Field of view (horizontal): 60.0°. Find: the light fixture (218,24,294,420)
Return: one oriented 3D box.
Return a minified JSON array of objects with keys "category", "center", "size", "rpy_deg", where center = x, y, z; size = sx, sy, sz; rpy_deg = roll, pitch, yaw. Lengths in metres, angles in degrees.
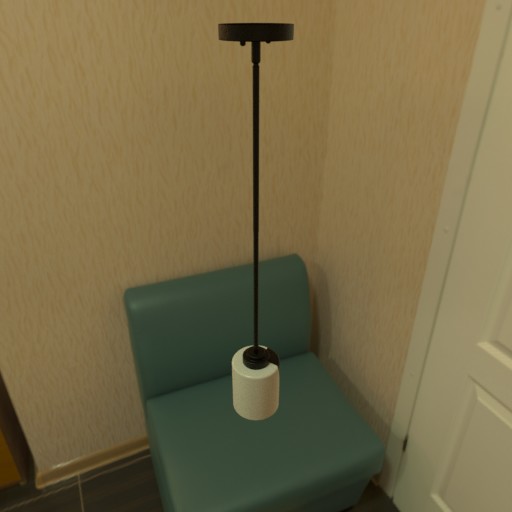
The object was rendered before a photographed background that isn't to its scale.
[{"category":"light fixture","center":[0.000,0.000,0.930],"size":[0.123,0.863,0.123],"rpy_deg":[20,35,31]}]
